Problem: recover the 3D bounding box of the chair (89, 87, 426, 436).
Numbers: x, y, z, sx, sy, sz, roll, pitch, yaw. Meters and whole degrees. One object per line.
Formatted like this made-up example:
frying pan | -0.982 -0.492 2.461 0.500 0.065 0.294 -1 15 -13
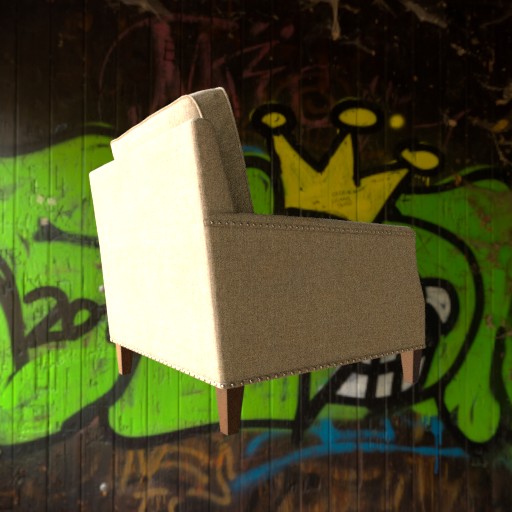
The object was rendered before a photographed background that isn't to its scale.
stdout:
chair | 0.000 0.000 1.705 1.014 0.943 0.853 0 -1 -37
